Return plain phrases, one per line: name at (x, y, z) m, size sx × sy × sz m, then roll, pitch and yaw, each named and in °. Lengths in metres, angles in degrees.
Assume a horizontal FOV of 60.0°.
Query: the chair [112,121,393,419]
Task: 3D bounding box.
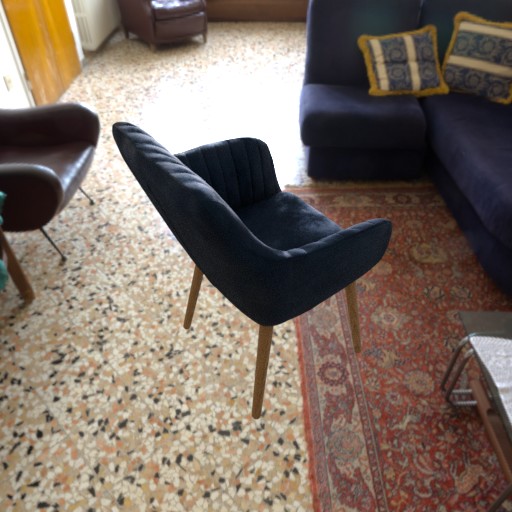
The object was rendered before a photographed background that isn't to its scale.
chair at (0.000, 0.000, 1.277) m, size 0.573 × 0.826 × 0.578 m, roll -25°, pitch 47°, yaw -26°
